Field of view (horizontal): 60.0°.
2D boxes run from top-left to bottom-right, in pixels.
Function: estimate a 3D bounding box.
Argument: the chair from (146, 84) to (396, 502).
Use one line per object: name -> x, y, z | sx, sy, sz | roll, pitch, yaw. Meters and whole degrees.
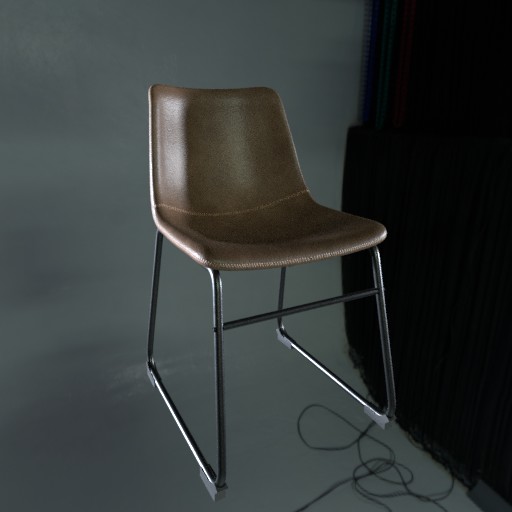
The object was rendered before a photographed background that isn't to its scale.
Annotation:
chair -> 0.000, 0.000, 1.056 | 0.460, 0.780, 0.551 | -9, 20, -26
